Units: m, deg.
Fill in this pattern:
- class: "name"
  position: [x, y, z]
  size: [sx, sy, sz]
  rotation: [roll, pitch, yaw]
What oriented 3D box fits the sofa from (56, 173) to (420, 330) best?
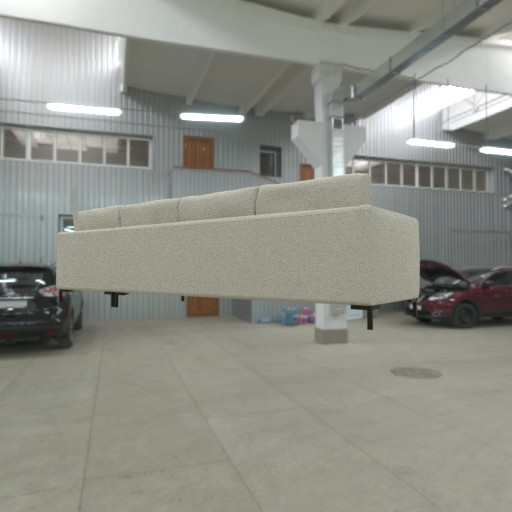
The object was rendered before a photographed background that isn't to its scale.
- class: "sofa"
  position: [0.000, 0.000, 3.822]
  size: [2.949, 0.815, 2.007]
  rotation: [-1, -2, 37]
